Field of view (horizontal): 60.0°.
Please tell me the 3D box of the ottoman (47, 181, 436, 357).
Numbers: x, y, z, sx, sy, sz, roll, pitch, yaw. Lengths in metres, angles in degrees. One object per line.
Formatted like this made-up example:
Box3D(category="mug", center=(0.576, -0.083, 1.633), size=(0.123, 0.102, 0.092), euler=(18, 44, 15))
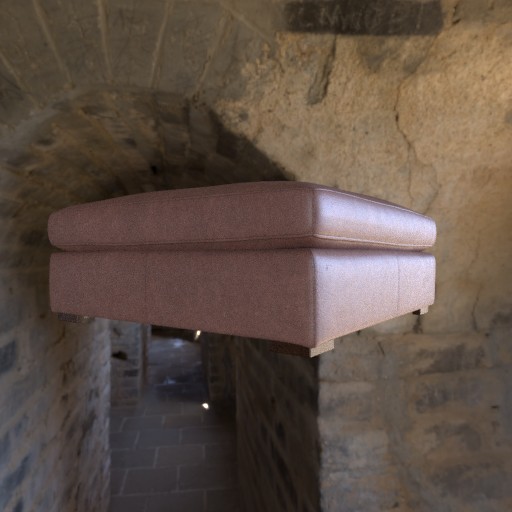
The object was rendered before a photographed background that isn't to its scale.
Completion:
Box3D(category="ottoman", center=(0.000, 0.000, 1.804), size=(1.168, 0.490, 1.168), euler=(0, 0, 35))
